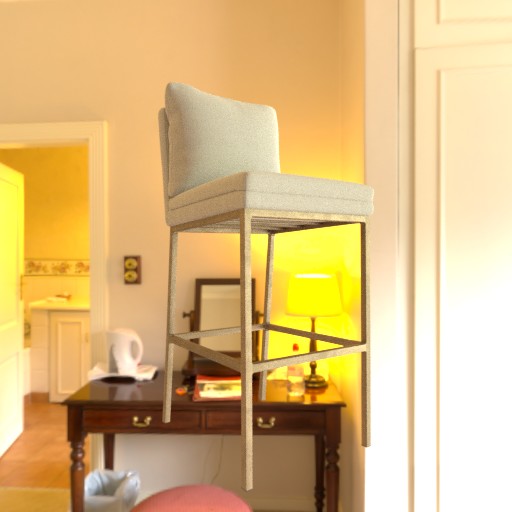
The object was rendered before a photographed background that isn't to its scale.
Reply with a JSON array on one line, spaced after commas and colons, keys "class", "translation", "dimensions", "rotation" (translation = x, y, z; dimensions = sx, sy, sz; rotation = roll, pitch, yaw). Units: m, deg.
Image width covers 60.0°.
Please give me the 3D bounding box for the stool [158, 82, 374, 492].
[{"class": "stool", "translation": [0.000, 0.000, 1.403], "dimensions": [0.463, 1.125, 0.572], "rotation": [0, 0, -35]}]
